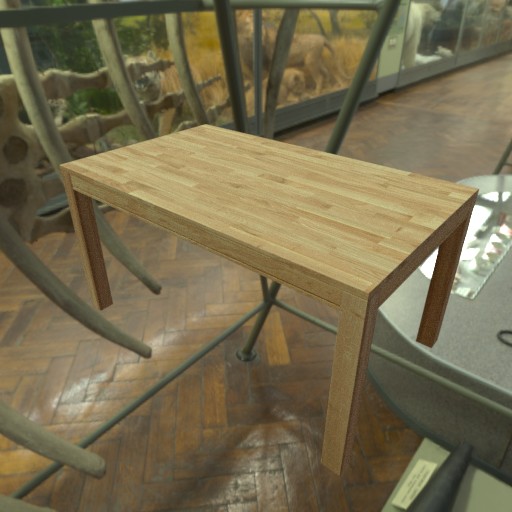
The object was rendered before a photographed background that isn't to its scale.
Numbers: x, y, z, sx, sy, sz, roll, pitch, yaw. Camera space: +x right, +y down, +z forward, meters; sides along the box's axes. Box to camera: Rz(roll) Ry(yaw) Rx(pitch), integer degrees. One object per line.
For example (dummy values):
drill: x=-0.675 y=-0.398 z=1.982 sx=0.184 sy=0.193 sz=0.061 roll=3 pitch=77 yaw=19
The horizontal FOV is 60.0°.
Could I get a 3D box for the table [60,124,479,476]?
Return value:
table: x=0.000 y=0.000 z=2.028 sx=1.500 sy=0.770 sz=0.900 roll=23 pitch=38 yaw=33
